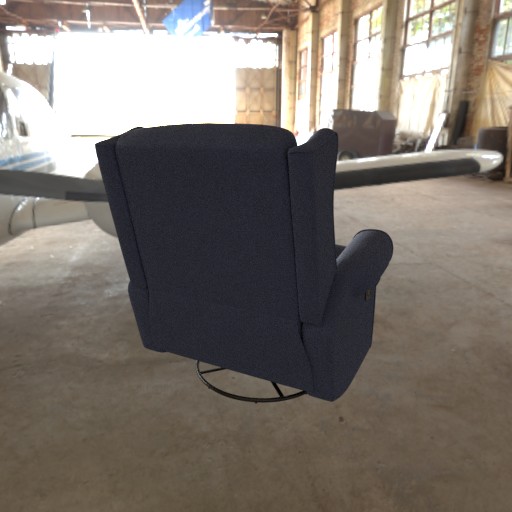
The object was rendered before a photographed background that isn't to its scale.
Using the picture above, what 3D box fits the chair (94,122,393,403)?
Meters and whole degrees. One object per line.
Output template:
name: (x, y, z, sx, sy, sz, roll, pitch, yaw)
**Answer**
chair: (0.000, 0.000, 1.765, 0.971, 1.020, 0.877, 9, 19, 26)
